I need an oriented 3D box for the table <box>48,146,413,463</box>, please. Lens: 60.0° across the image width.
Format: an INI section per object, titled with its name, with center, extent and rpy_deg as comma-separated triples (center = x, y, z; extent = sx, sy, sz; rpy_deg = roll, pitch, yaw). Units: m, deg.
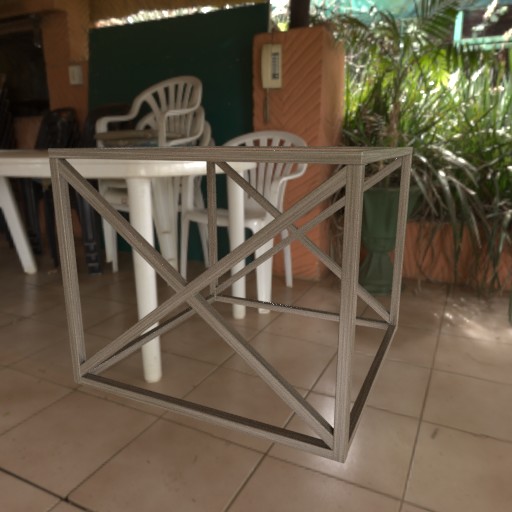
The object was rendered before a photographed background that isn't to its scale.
[table]
center = 0.000, 0.000, 1.068
extent = 0.611, 0.507, 0.609
rpy_deg = 7, 16, 24
